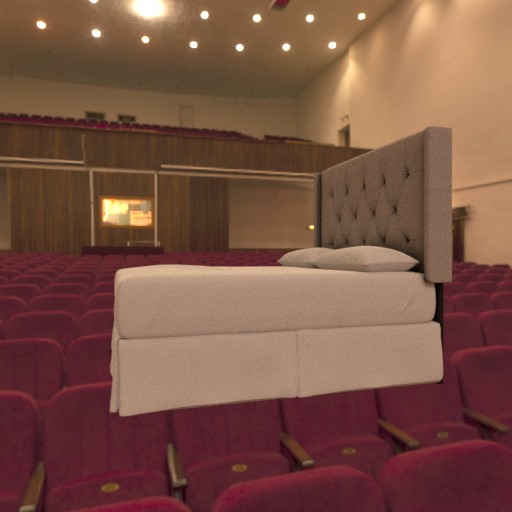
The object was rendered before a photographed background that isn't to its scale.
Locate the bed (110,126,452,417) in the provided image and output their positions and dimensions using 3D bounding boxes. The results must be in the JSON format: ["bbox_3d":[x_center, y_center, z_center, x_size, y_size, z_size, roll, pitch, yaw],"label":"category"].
[{"bbox_3d":[0.000,0.000,3.308,2.066,1.665,1.719,0,0,-18],"label":"bed"}]
